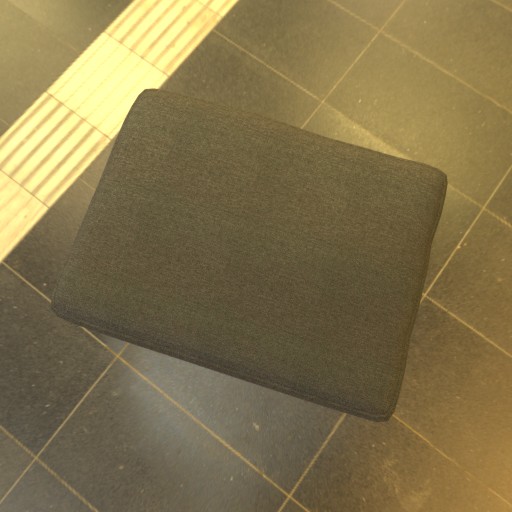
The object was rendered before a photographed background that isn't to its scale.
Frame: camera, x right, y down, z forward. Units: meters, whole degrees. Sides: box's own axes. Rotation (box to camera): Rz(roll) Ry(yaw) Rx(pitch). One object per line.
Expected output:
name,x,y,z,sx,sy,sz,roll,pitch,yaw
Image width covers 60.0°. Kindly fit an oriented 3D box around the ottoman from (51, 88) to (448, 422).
ottoman,0.000,0.000,1.228,0.826,0.496,0.639,17,78,4
